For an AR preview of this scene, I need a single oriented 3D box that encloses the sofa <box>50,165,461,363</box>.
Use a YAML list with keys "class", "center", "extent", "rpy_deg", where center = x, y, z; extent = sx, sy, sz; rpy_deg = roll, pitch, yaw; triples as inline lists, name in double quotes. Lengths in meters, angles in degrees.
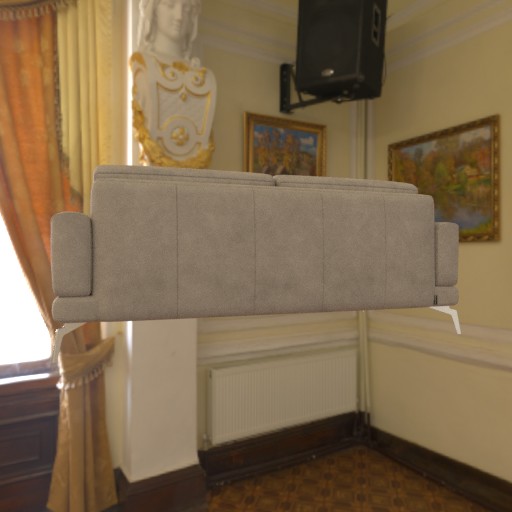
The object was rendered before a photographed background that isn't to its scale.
- class: "sofa"
  center: [0.000, 0.000, 2.475]
  extent: [2.013, 0.830, 0.980]
  rpy_deg: [0, 0, -19]
